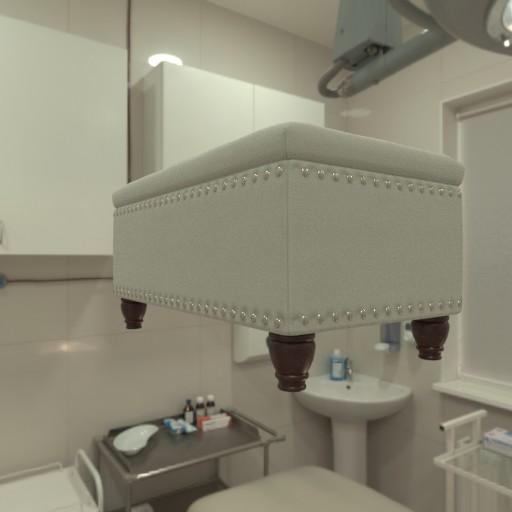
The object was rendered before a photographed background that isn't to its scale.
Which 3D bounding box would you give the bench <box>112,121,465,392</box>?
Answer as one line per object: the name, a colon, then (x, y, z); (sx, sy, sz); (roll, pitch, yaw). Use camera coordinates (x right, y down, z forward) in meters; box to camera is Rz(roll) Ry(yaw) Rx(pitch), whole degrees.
bench: (0.000, 0.000, 1.179); (0.500, 0.449, 0.887); (0, 0, -35)
